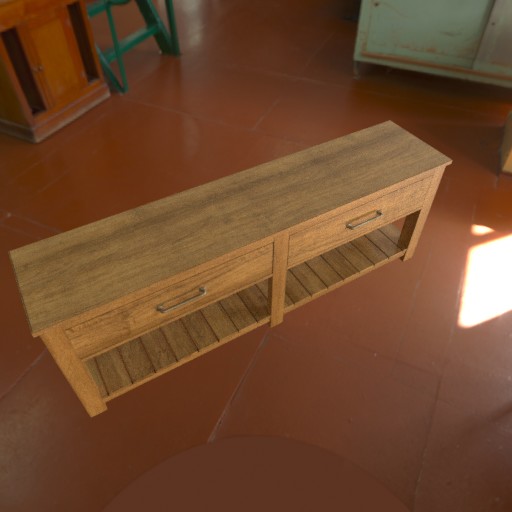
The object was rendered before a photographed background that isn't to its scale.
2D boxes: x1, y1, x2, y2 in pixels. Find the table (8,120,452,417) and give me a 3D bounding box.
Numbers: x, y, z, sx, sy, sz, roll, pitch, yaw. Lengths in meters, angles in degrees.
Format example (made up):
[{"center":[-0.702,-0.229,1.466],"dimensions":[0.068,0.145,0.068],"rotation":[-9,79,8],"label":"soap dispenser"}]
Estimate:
[{"center":[0.000,0.000,2.009],"dimensions":[1.815,0.635,0.425],"rotation":[-23,51,-21],"label":"table"}]
